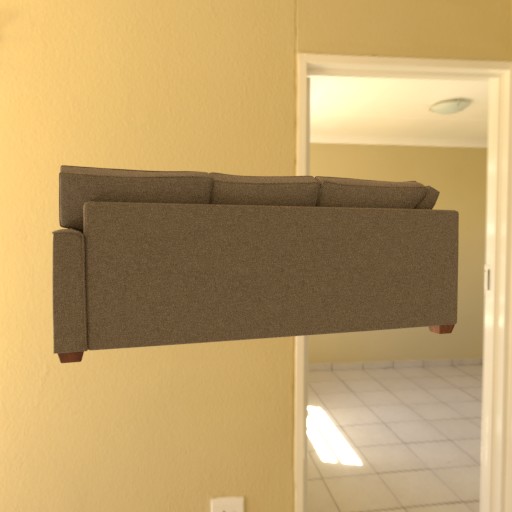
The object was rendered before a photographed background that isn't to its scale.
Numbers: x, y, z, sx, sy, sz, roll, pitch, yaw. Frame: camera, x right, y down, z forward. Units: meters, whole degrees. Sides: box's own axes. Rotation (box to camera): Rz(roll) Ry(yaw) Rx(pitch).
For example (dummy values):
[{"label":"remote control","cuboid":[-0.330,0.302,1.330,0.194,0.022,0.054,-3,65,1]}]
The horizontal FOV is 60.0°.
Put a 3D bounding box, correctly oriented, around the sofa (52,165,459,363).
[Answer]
[{"label":"sofa","cuboid":[0.000,0.000,2.880,2.317,0.962,1.061,-1,2,-17]}]
